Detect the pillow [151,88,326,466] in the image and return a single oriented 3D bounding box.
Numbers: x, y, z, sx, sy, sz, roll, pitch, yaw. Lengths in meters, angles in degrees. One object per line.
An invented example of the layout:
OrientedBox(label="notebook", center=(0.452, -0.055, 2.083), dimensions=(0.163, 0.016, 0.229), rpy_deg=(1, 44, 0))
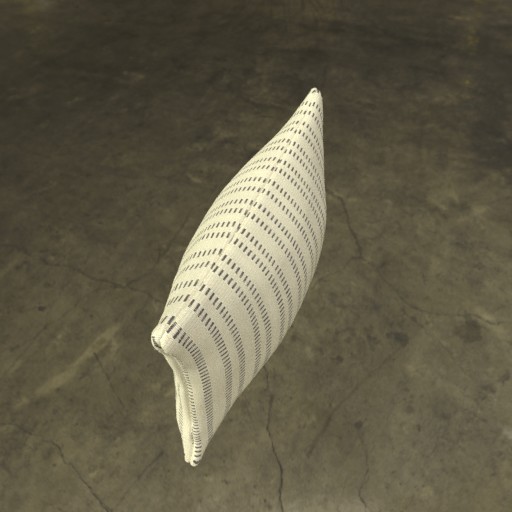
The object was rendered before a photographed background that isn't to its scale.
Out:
OrientedBox(label="pillow", center=(0.000, 0.000, 0.796), dimensions=(0.210, 0.353, 0.640), rpy_deg=(15, 48, 14))
